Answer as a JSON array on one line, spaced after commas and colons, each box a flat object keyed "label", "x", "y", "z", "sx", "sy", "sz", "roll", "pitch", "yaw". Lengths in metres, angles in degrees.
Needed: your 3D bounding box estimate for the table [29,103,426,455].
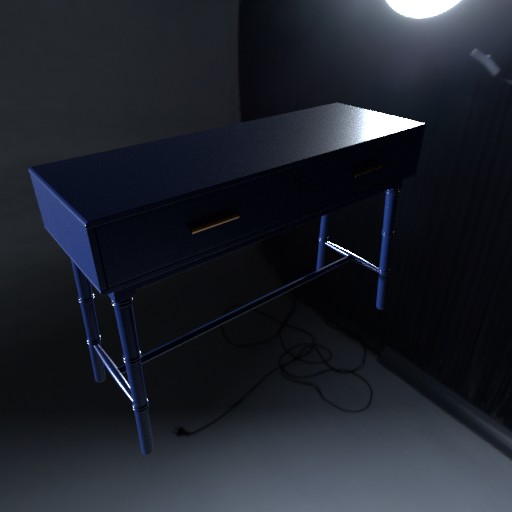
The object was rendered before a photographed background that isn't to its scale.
[{"label": "table", "x": 0.000, "y": 0.000, "z": 1.449, "sx": 1.118, "sy": 0.749, "sz": 0.399, "roll": -23, "pitch": 38, "yaw": -32}]
